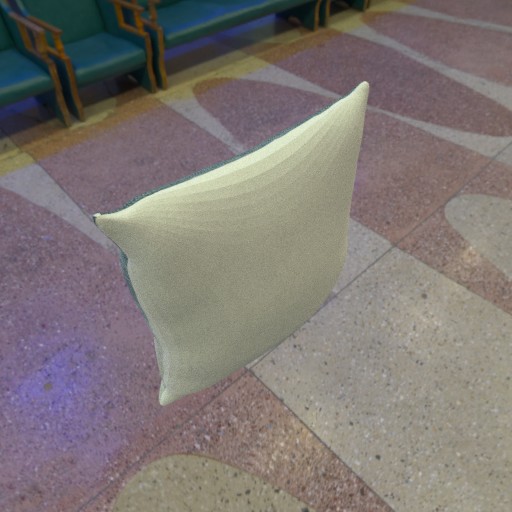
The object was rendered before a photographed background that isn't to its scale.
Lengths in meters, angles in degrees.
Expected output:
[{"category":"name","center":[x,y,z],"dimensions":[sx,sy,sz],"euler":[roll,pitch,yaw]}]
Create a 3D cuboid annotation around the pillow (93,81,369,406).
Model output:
[{"category":"pillow","center":[0.000,0.000,0.698],"dimensions":[0.440,0.441,0.182],"euler":[-32,55,-26]}]
